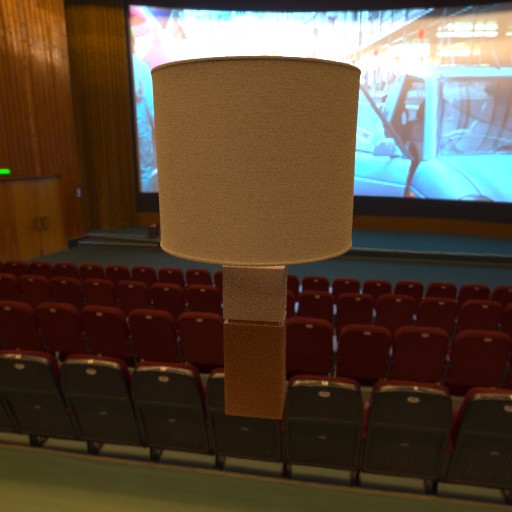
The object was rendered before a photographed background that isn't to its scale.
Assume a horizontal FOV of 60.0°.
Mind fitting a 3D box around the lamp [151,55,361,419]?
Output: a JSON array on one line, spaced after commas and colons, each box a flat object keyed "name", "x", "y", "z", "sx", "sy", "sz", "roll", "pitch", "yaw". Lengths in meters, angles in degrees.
[{"name": "lamp", "x": 0.000, "y": 0.000, "z": 0.546, "sx": 0.229, "sy": 0.417, "sz": 0.229, "roll": 2, "pitch": 15, "yaw": 8}]
